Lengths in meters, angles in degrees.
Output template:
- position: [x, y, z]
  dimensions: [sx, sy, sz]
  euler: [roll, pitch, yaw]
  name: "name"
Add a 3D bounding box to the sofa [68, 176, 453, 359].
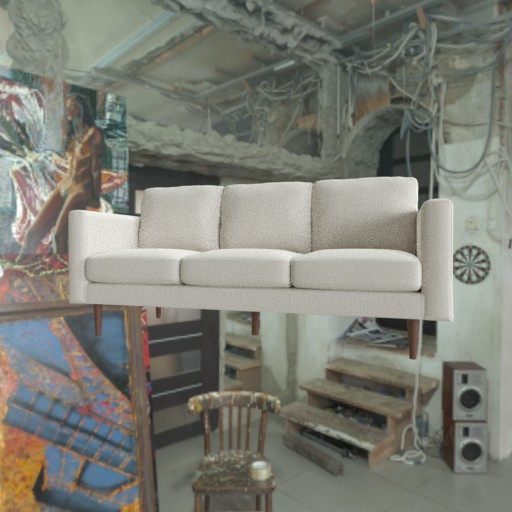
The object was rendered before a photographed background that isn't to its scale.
- position: [0.000, 0.000, 2.562]
  dimensions: [2.029, 0.912, 0.802]
  euler: [0, 1, 18]
  name: "sofa"
